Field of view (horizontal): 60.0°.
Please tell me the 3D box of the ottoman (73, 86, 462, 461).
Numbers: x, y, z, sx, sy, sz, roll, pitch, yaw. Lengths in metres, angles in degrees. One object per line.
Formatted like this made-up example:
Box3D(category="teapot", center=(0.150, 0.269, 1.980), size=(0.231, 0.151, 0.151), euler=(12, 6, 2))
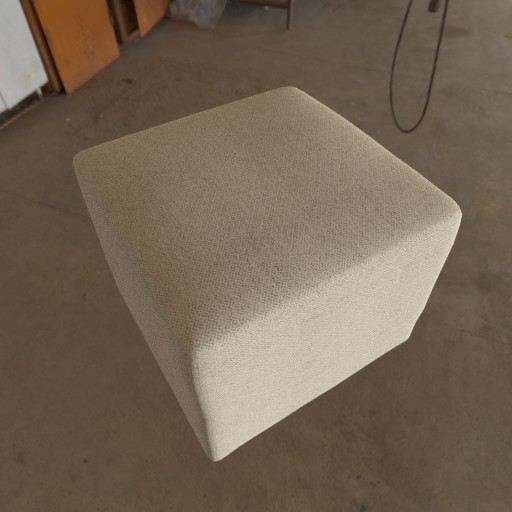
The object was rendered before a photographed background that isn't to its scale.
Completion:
Box3D(category="ottoman", center=(0.000, 0.000, 0.913), size=(0.521, 0.453, 0.512), euler=(-25, 53, -21))
